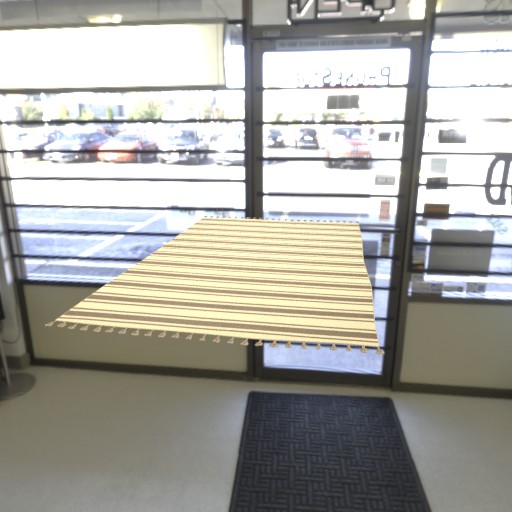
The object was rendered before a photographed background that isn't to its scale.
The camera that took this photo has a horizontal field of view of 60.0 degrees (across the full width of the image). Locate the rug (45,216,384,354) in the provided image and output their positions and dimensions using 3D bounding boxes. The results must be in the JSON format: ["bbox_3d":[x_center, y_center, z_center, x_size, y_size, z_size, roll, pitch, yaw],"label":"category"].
[{"bbox_3d":[0.000,0.000,2.524,1.229,0.011,2.096,3,17,10],"label":"rug"}]
